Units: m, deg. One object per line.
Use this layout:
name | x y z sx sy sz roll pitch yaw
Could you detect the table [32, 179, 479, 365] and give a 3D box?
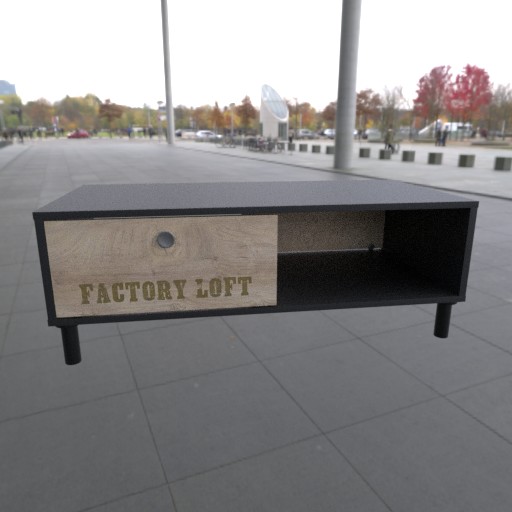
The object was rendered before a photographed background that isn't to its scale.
table | 0.000 0.000 1.383 1.100 0.400 0.550 -2 16 -8
